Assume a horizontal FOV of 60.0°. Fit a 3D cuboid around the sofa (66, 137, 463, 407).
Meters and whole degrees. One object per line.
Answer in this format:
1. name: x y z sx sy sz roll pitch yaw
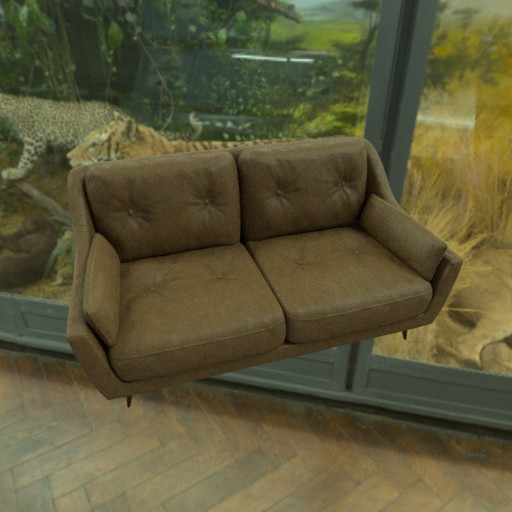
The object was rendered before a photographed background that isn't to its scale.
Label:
1. sofa: 0.000 0.000 2.231 1.731 0.886 0.981 -10 33 -15
